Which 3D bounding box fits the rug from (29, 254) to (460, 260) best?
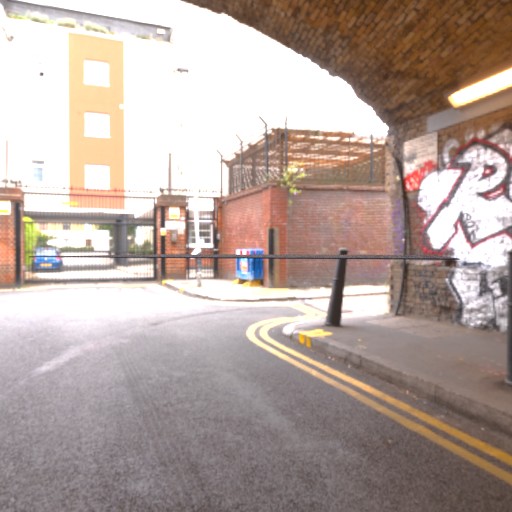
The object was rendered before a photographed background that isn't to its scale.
[{"bbox_3d":[0.000,0.000,2.337,1.819,0.005,1.200,0,1,18],"label":"rug"}]
